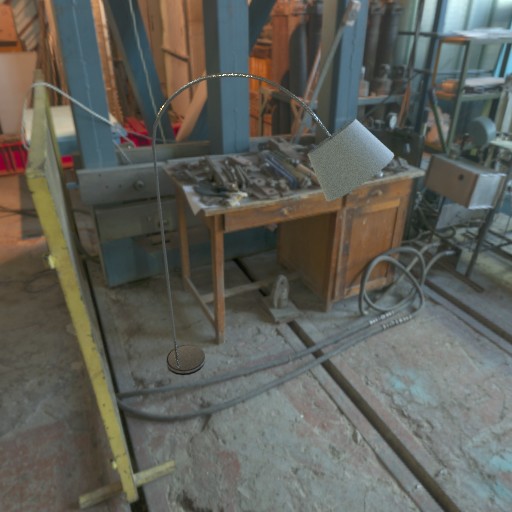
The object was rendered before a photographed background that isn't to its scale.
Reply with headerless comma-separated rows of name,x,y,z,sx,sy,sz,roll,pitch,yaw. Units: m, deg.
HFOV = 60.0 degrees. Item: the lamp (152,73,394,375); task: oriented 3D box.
lamp,0.000,0.000,2.739,1.445,2.098,0.406,10,31,17
